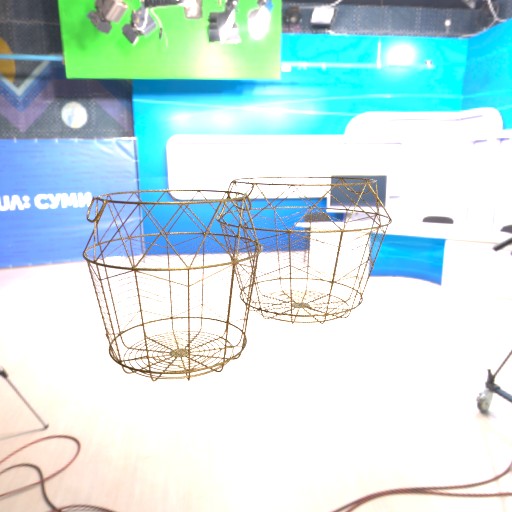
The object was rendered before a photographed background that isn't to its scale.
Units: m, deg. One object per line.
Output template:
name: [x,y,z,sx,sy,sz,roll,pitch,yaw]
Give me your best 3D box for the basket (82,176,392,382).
basket: [0.000,0.000,1.048,0.451,0.343,0.805,12,17,42]
